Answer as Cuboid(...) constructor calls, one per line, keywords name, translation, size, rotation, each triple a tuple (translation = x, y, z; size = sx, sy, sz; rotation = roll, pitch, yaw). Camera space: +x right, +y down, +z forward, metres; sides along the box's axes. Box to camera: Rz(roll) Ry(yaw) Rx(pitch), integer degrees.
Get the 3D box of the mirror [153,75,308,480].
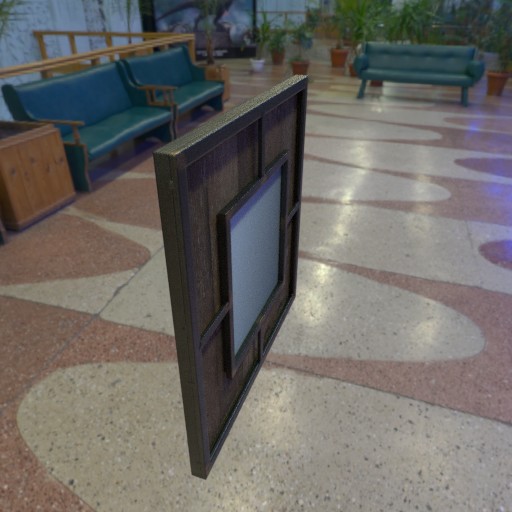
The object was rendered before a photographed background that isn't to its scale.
Cuboid(name="mirror", translation=(0.000, 0.000, 0.567), size=(0.020, 0.381, 0.382), rotation=(10, 32, 17))
